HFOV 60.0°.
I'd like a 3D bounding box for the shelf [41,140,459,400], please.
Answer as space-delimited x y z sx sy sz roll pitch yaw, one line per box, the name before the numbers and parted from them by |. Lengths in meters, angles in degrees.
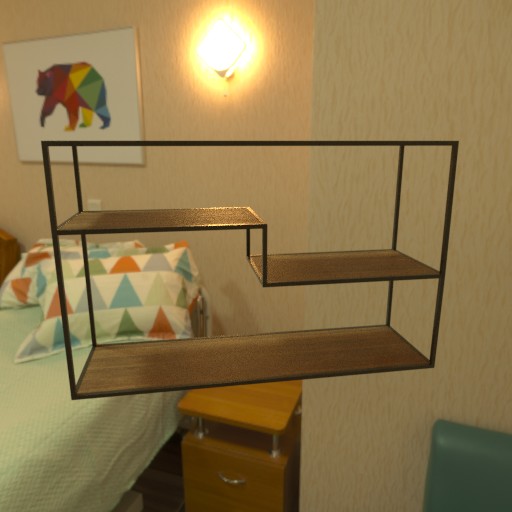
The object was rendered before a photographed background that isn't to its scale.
shelf | 0.000 0.000 1.521 1.201 0.765 0.361 -2 15 -9
